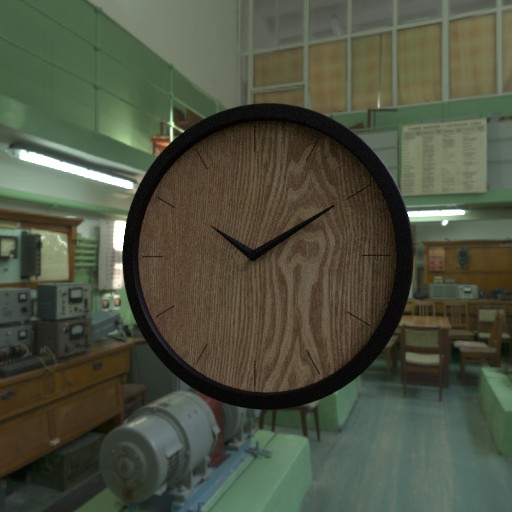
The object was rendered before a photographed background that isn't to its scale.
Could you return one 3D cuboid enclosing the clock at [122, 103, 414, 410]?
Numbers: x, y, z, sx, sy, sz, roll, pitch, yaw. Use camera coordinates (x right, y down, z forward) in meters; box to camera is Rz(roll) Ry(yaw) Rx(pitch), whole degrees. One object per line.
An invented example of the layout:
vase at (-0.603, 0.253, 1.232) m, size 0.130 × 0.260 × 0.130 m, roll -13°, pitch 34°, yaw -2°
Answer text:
clock at (0.000, 0.000, 0.467) m, size 0.314 × 0.314 × 0.029 m, roll 0°, pitch -1°, yaw 19°
